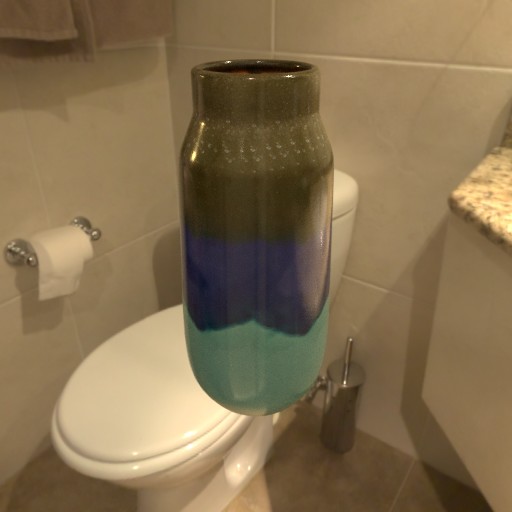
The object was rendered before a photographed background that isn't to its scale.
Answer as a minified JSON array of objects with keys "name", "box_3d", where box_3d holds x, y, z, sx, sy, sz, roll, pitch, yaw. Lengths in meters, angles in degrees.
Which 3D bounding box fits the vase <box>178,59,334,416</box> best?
[{"name":"vase","box_3d":[0.000,0.000,0.394,0.139,0.313,0.139,0,30,0]}]
